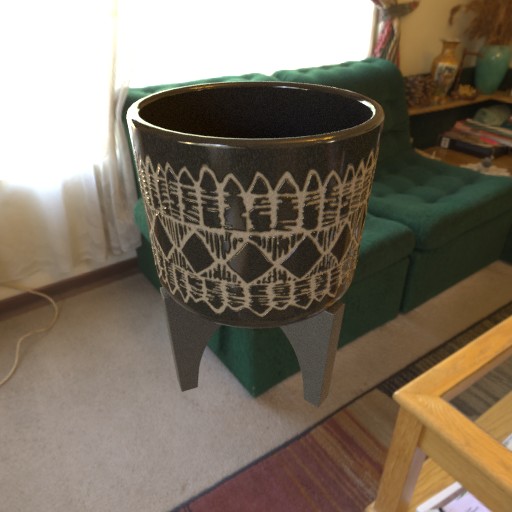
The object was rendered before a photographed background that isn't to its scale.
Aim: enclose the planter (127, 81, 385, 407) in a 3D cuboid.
[{"bbox_3d":[0.000,0.000,0.533,0.251,0.355,0.251,22,38,32],"label":"planter"}]
